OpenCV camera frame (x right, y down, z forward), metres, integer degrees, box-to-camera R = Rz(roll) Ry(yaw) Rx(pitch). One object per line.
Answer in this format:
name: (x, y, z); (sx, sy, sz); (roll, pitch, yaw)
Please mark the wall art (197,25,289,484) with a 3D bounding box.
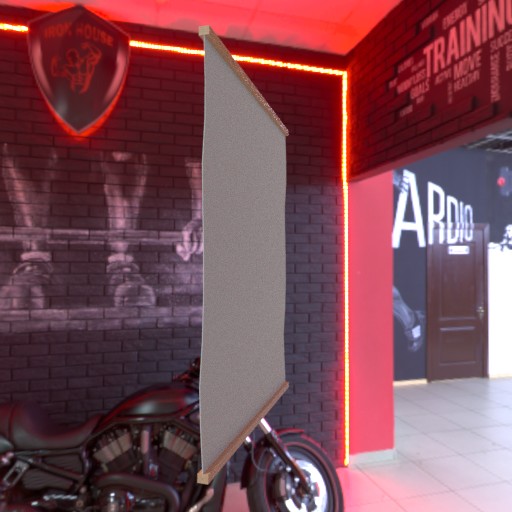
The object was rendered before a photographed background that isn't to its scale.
wall art: (0.000, 0.000, 0.686); (0.013, 0.508, 0.406); (0, -1, 17)
